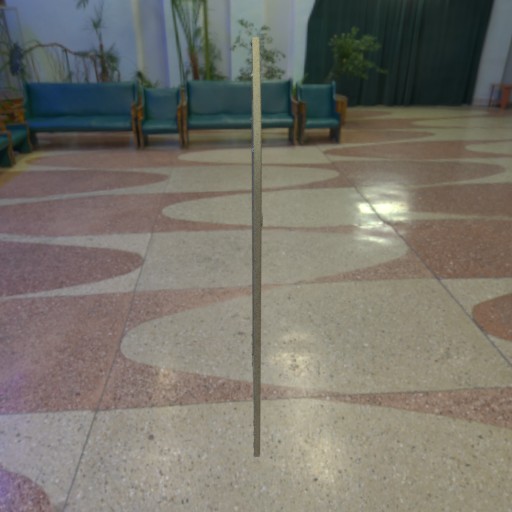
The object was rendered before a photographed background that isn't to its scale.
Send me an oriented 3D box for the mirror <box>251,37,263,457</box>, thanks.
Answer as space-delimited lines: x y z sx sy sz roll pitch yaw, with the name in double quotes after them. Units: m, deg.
0.000 0.000 1.327 0.025 1.175 0.464 -1 27 -1 "mirror"
